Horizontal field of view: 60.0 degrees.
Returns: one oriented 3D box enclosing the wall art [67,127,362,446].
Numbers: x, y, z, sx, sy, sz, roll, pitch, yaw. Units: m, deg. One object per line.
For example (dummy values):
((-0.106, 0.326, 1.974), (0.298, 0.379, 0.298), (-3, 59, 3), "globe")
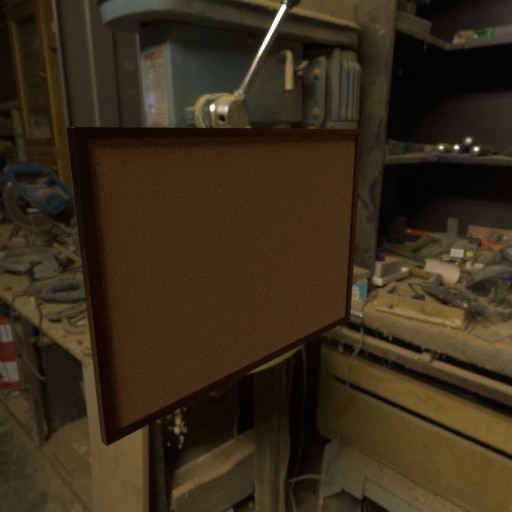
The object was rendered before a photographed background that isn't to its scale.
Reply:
((0.000, 0.000, 0.549), (0.012, 0.304, 0.431), (15, 22, 43), "wall art")
